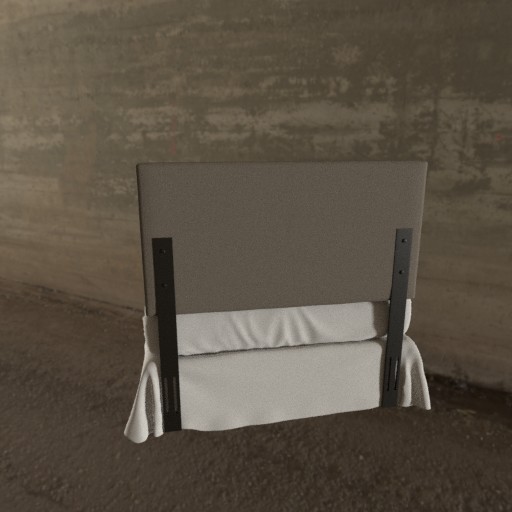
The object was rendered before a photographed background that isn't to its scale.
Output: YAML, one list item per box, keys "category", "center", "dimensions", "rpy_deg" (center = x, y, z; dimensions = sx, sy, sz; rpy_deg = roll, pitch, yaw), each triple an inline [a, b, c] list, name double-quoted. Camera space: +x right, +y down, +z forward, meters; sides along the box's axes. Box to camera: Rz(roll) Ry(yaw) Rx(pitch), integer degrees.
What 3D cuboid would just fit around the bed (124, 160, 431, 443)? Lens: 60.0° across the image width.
- category: "bed"
  center: [0.000, 0.000, 3.546]
  dimensions: [1.936, 1.577, 2.222]
  rpy_deg: [-3, 15, -10]
